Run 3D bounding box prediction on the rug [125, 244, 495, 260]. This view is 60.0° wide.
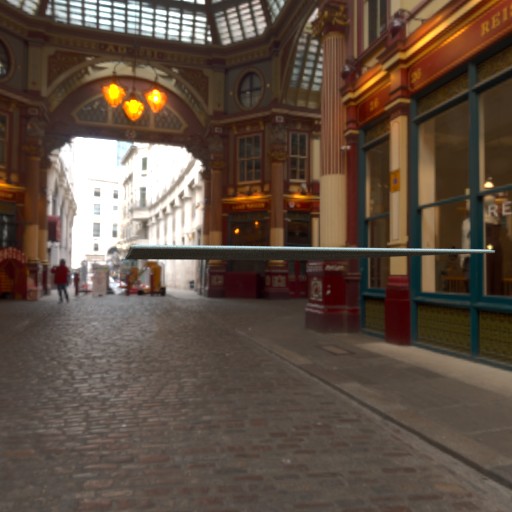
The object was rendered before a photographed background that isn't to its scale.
[{"bbox_3d":[0.000,0.000,2.826,1.589,0.014,2.205,0,-2,-17],"label":"rug"}]
